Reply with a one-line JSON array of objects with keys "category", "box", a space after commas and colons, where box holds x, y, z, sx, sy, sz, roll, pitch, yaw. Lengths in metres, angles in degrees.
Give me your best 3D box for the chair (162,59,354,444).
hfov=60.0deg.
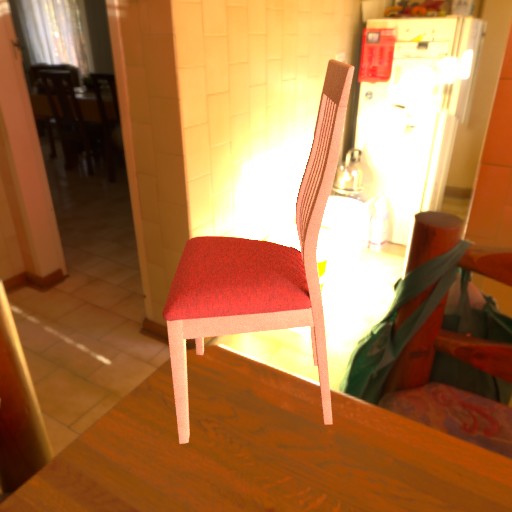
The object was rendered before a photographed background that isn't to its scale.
[{"category": "chair", "box": [0.000, 0.000, 1.280, 0.474, 1.027, 0.460, 0, 27, 0]}]
